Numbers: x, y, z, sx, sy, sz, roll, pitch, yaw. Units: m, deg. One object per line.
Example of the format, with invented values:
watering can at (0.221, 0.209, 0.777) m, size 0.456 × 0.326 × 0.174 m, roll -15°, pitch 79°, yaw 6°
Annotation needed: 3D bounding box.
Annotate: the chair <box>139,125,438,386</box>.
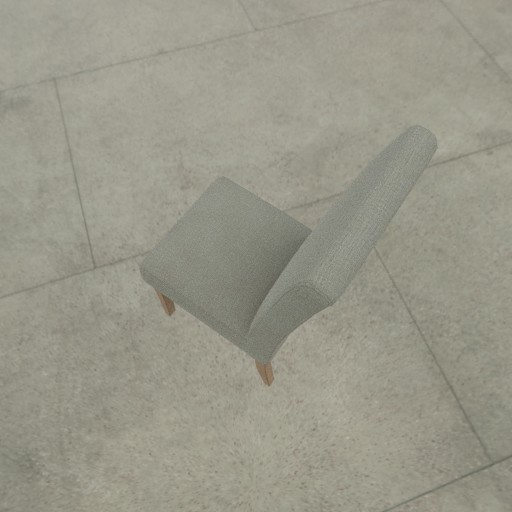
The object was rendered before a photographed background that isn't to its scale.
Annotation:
chair at (0.000, 0.000, 1.327) m, size 0.611 × 1.033 × 0.450 m, roll 32°, pitch 67°, yaw 15°
